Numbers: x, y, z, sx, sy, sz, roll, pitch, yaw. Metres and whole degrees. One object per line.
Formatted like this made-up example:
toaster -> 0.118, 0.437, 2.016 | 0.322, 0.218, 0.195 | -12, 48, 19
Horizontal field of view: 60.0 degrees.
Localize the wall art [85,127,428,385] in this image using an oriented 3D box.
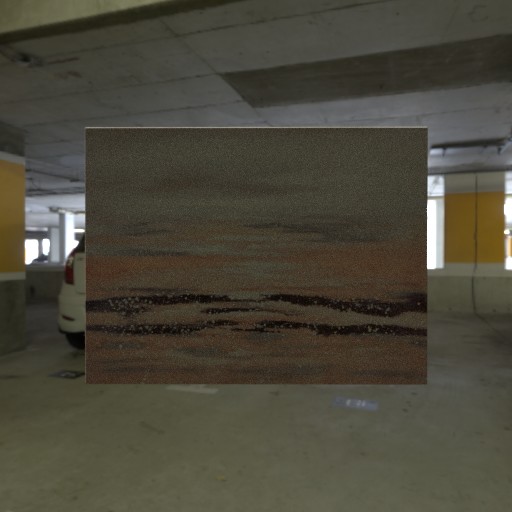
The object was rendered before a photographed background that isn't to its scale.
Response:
wall art -> 0.000, 0.000, 1.329 | 1.015, 0.763, 0.038 | 0, 0, 0
